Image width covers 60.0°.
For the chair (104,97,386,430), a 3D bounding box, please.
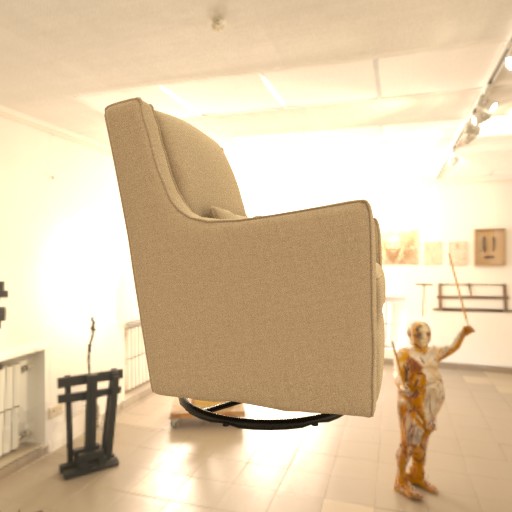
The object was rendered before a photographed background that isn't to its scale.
[{"bbox_3d":[0.000,0.000,1.570,0.879,0.993,0.732,0,1,17],"label":"chair"}]
